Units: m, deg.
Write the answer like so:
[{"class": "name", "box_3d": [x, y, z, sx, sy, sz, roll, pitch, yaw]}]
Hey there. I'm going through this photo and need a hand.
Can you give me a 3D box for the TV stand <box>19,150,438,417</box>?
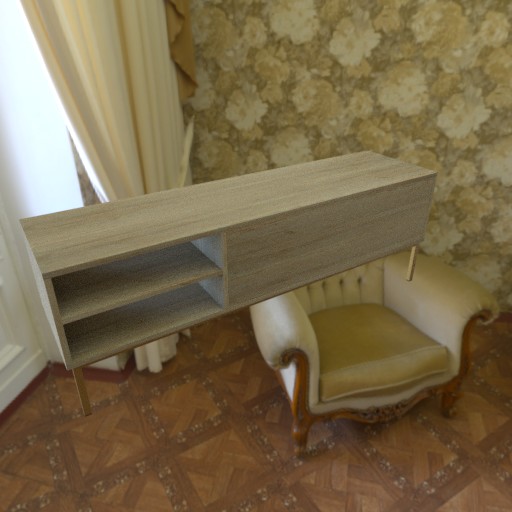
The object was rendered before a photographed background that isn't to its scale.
[{"class": "TV stand", "box_3d": [0.000, 0.000, 1.825, 1.600, 0.550, 0.420, -17, 33, -28]}]
